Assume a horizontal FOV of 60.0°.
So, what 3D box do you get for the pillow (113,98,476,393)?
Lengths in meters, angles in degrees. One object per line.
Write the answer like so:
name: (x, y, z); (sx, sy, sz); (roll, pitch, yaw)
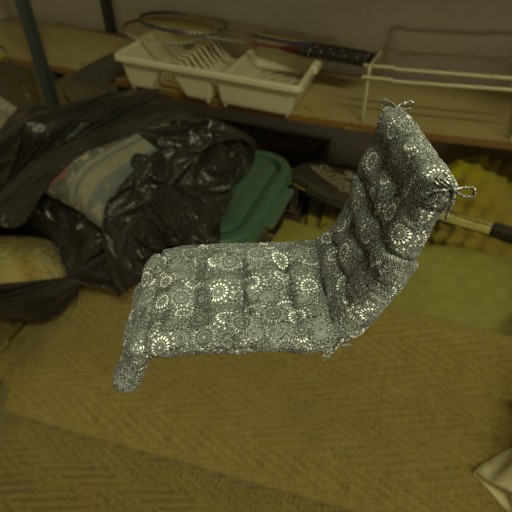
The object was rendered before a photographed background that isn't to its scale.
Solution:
pillow: (0.000, 0.000, 1.461); (1.016, 0.863, 0.526); (-1, 41, -1)
